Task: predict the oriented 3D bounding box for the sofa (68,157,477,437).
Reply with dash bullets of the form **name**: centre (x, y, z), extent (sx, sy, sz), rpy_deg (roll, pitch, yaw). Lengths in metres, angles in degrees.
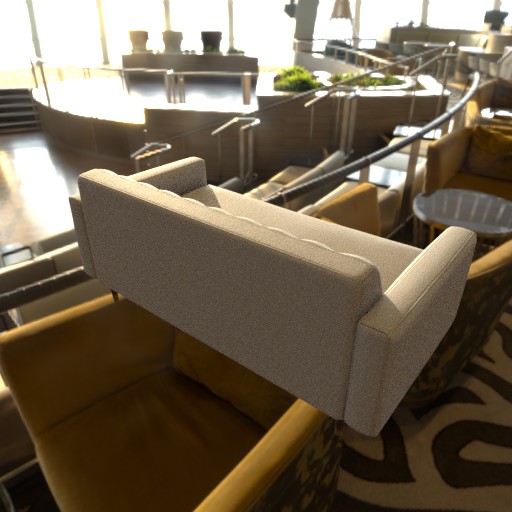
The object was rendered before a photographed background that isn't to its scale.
- **sofa**: centre (0.000, 0.000, 2.332), extent (1.895, 0.814, 0.969), rpy_deg (22, 36, 33)
